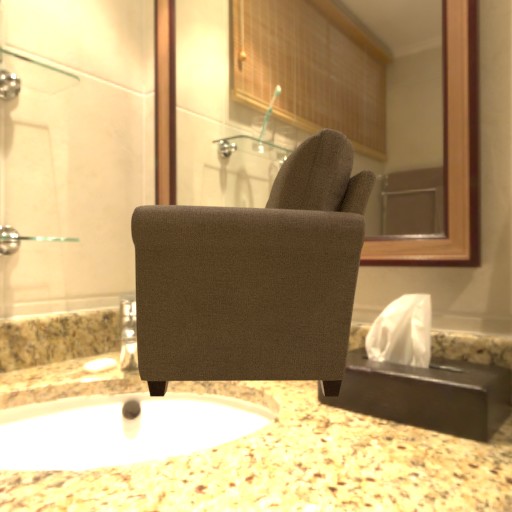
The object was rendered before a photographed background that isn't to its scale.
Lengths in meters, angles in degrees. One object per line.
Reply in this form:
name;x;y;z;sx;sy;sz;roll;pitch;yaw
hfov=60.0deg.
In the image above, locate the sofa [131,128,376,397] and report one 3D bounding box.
sofa;0.000;0.000;2.392;0.842;0.942;1.935;0;0;-1
